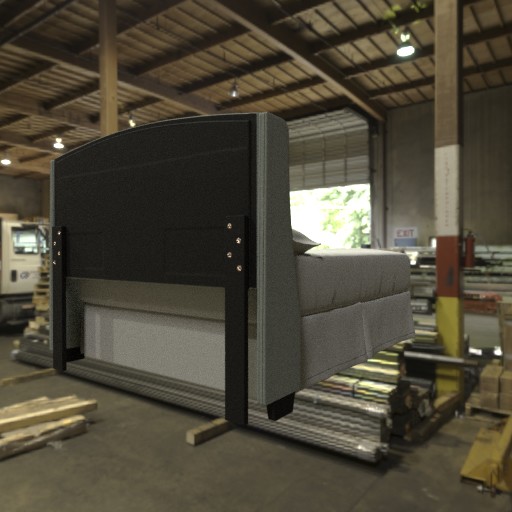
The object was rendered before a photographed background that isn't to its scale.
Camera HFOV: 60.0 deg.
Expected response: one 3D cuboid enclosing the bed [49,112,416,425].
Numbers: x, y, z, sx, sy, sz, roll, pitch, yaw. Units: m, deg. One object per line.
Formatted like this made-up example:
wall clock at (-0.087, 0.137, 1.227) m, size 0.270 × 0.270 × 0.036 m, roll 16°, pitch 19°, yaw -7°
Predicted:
bed at (0.000, 0.000, 3.229) m, size 1.710 × 1.407 × 2.237 m, roll 1°, pitch 1°, yaw 36°
